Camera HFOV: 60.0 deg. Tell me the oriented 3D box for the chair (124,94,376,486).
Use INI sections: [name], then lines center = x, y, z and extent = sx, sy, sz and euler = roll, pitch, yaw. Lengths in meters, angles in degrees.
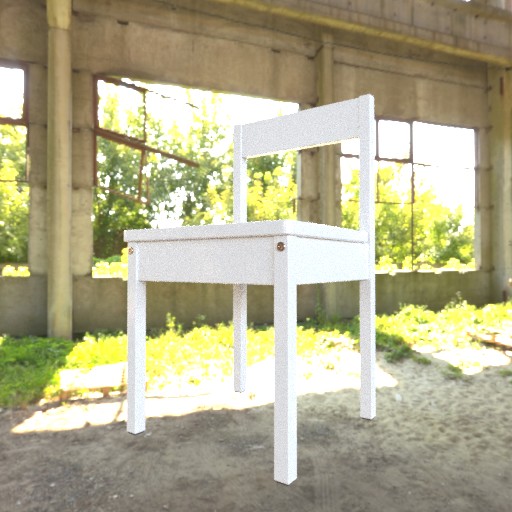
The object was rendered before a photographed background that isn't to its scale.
[chair]
center = 0.000, 0.000, 0.878
extent = 0.367, 0.668, 0.361
euler = -1, -1, 35
